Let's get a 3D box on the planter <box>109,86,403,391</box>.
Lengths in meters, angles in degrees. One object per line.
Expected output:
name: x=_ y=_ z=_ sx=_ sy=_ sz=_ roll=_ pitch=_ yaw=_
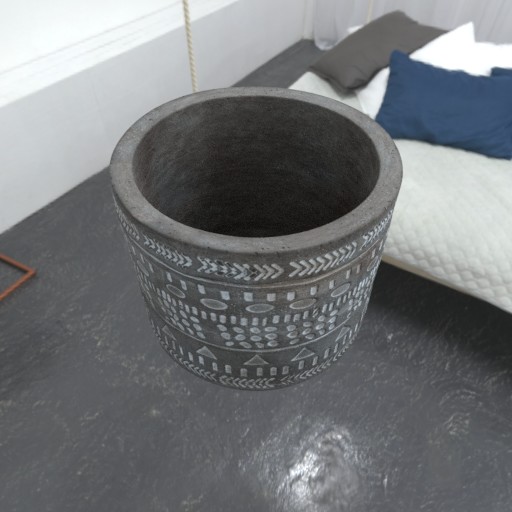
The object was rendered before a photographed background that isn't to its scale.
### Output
planter: x=0.000 y=0.000 z=0.270 sx=0.142 sy=0.149 sz=0.142 roll=0 pitch=46 yaw=0
